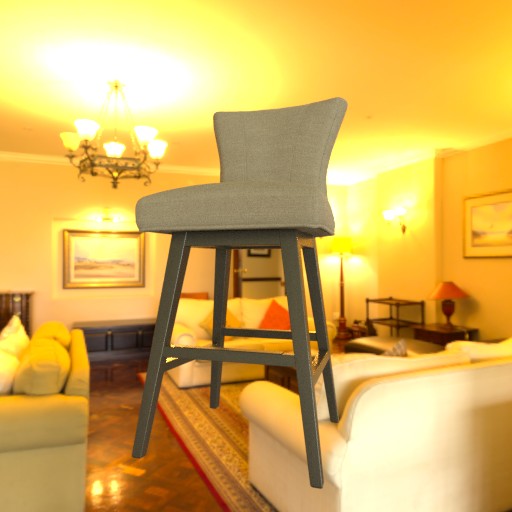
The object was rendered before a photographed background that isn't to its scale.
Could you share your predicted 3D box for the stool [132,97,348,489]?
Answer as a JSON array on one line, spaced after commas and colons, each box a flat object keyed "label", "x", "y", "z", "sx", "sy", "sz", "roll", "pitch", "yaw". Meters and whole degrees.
[{"label": "stool", "x": 0.000, "y": 0.000, "z": 1.373, "sx": 0.514, "sy": 1.086, "sz": 0.574, "roll": 0, "pitch": -1, "yaw": 19}]
